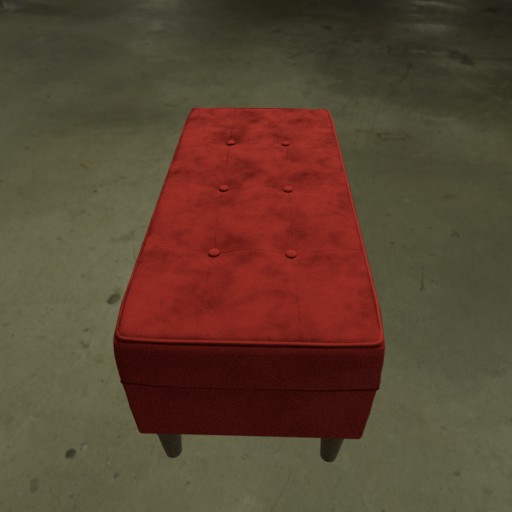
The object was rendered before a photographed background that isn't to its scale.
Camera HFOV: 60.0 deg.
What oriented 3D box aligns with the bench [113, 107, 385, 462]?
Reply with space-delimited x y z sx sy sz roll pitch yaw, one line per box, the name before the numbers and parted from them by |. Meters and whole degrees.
bench | 0.000 0.000 1.268 0.492 0.471 1.016 1 41 1
